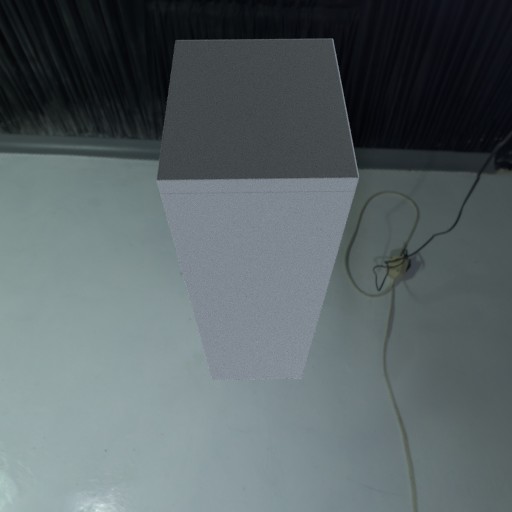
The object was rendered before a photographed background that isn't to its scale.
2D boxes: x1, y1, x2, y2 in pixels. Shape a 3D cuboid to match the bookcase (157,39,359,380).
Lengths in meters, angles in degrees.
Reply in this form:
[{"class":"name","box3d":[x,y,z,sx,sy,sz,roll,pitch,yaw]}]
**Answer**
[{"class":"bookcase","box3d":[0.000,0.000,1.280,0.330,1.080,0.390,-1,58,-1]}]
